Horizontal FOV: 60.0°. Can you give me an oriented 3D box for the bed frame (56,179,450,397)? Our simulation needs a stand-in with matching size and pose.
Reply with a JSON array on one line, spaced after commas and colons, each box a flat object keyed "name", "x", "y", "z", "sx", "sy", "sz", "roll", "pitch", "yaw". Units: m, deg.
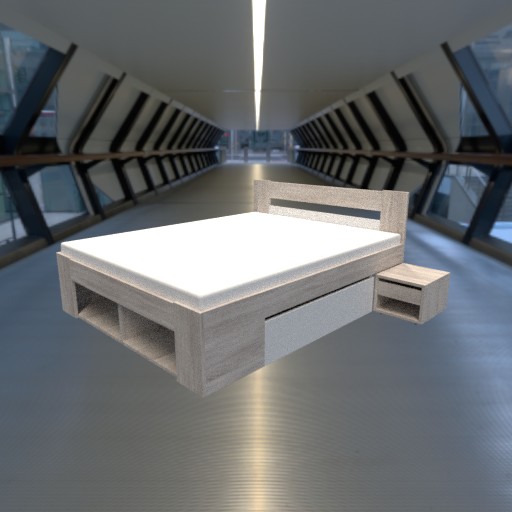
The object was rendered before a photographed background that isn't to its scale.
[{"name": "bed frame", "x": 0.000, "y": 0.000, "z": 3.229, "sx": 2.040, "sy": 0.860, "sz": 2.050, "roll": 14, "pitch": 20, "yaw": 43}]
